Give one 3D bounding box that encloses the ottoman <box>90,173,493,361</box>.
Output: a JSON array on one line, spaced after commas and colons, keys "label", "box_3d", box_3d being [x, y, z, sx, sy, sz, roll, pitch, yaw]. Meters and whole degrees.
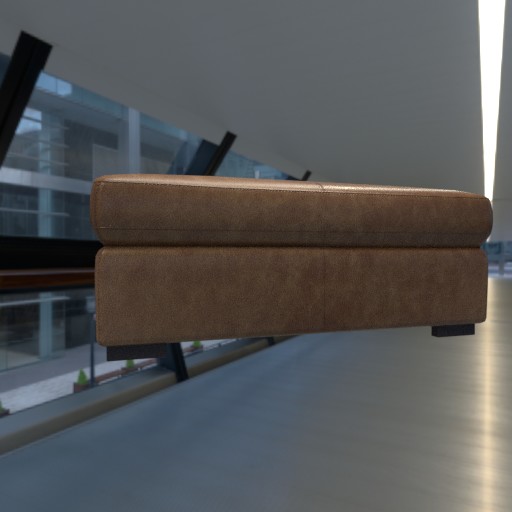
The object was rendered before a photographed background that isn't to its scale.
[{"label": "ottoman", "box_3d": [0.000, 0.000, 1.731, 1.168, 0.483, 1.169, 0, 1, -18]}]
